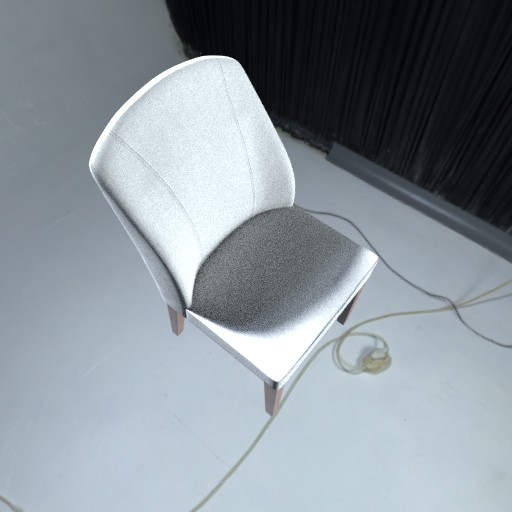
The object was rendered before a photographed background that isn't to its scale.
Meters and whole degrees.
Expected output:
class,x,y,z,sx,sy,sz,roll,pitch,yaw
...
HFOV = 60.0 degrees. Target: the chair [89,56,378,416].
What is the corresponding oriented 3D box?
class,x,y,z,sx,sy,sz,roll,pitch,yaw
chair,0.000,0.000,1.220,0.540,0.893,0.472,35,64,20
